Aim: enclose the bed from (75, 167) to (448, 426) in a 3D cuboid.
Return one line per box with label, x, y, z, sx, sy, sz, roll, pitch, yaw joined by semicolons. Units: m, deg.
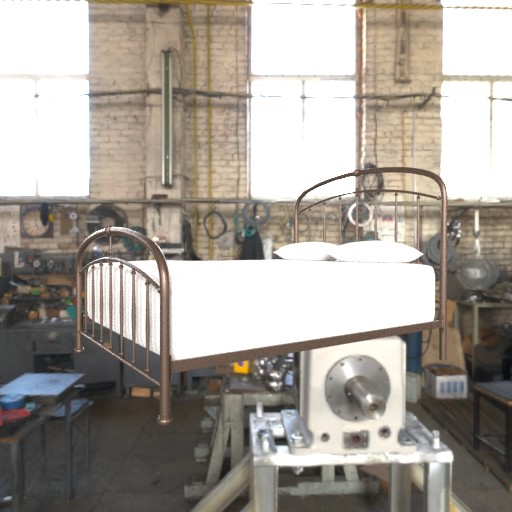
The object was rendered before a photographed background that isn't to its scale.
bed;0.000;0.000;3.240;2.168;1.475;1.711;-1;1;-34
